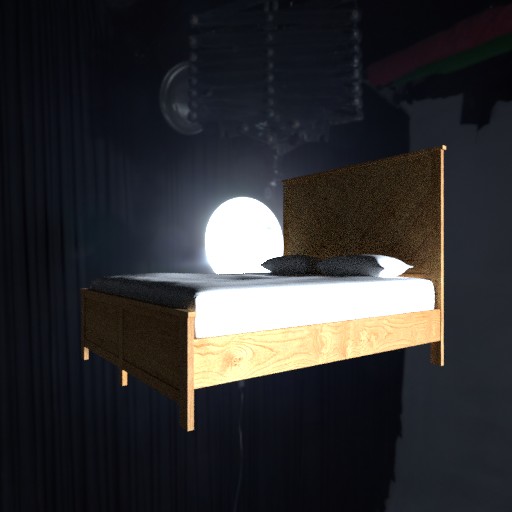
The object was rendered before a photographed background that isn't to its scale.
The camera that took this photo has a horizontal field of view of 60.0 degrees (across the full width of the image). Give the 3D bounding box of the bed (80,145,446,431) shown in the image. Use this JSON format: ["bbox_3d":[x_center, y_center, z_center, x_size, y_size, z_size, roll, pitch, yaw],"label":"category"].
[{"bbox_3d":[0.000,0.000,3.540,2.201,1.686,1.936,0,0,-36],"label":"bed"}]
